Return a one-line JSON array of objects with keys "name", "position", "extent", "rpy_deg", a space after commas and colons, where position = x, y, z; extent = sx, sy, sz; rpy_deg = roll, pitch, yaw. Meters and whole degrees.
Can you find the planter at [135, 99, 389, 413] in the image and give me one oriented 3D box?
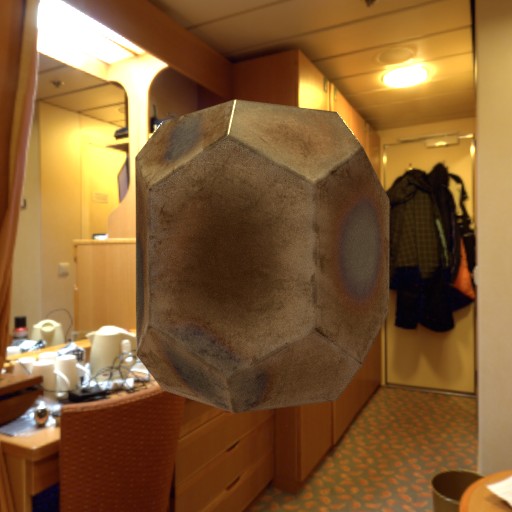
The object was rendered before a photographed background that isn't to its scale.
[{"name": "planter", "position": [0.000, 0.000, 0.420], "extent": [0.221, 0.238, 0.243], "rpy_deg": [0, 0, -19]}]
